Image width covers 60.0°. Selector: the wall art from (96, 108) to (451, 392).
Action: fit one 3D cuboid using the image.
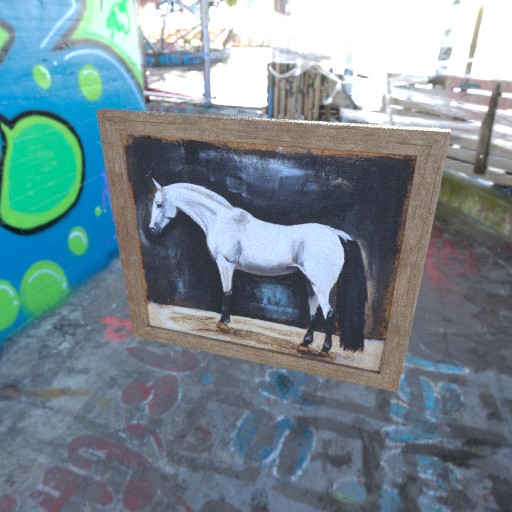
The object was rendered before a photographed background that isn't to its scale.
[{"bbox_3d":[0.000,0.000,0.978,0.690,0.588,0.026,8,29,15],"label":"wall art"}]
